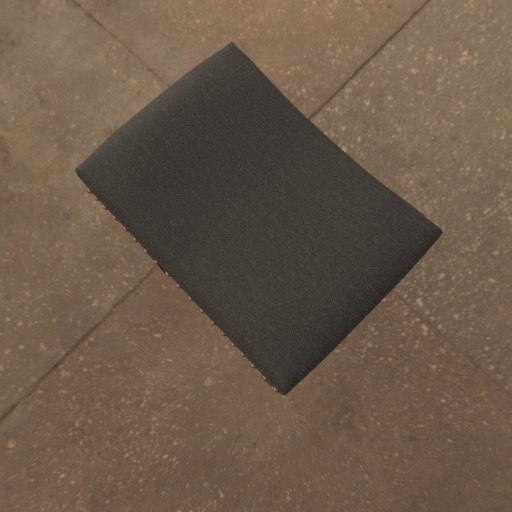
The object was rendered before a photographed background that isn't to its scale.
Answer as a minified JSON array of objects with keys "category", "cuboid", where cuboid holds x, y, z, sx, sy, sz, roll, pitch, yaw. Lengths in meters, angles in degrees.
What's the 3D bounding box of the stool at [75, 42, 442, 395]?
[{"category":"stool","cuboid":[0.000,0.000,1.026,0.366,0.760,0.502,-43,80,-10]}]
